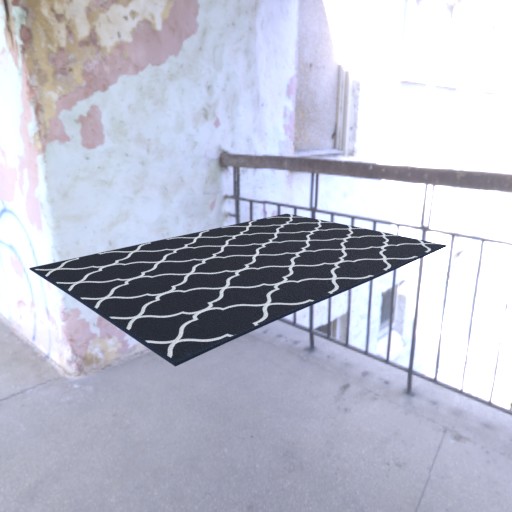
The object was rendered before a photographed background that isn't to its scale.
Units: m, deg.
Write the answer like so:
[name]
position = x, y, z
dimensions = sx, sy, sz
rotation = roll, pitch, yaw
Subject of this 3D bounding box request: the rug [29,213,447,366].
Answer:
[rug]
position = 0.000, 0.000, 2.876
dimensions = 2.290, 0.014, 1.526
rotation = -16, 23, -42
